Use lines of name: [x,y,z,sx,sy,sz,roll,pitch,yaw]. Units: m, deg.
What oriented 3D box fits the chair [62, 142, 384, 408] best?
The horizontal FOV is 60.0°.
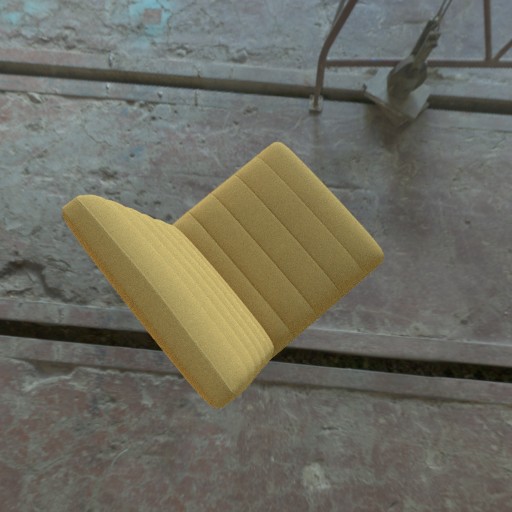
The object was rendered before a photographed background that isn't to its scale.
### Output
chair: [0.000,0.000,1.326,0.634,0.930,0.520,-39,80,-8]
